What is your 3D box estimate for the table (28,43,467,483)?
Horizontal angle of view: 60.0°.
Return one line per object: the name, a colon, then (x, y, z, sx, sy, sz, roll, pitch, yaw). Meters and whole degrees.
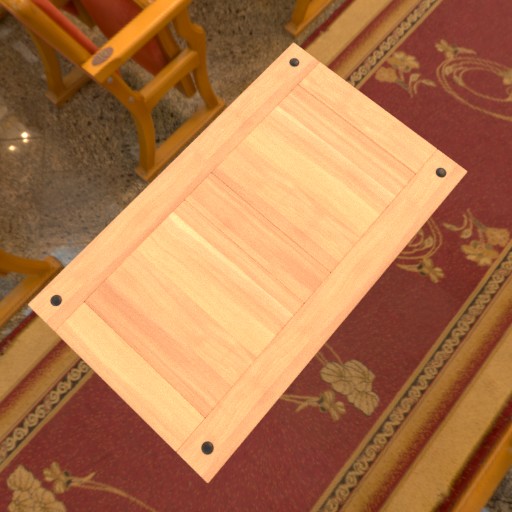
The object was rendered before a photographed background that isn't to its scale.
table: (0.000, 0.000, 1.328, 0.600, 0.437, 1.000, 41, 79, 9)
